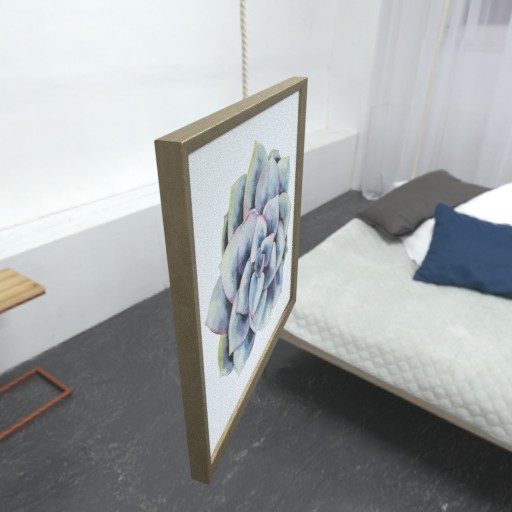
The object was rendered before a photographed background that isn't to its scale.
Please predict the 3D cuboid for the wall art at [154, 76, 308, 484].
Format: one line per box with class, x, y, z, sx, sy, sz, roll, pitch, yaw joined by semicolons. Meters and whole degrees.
wall art;0.000;0.000;0.745;0.030;0.506;0.503;10;30;17
